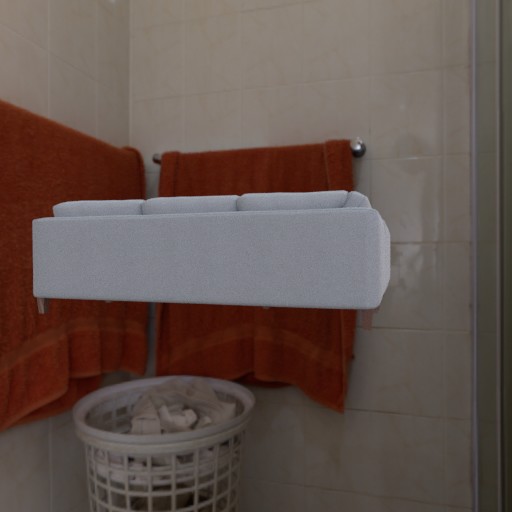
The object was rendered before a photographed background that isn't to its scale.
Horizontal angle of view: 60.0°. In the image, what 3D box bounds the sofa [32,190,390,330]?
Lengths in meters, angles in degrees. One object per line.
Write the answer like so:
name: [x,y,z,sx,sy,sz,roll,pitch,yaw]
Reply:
sofa: [0.000,0.000,4.452,2.551,0.853,3.238,0,0,18]
